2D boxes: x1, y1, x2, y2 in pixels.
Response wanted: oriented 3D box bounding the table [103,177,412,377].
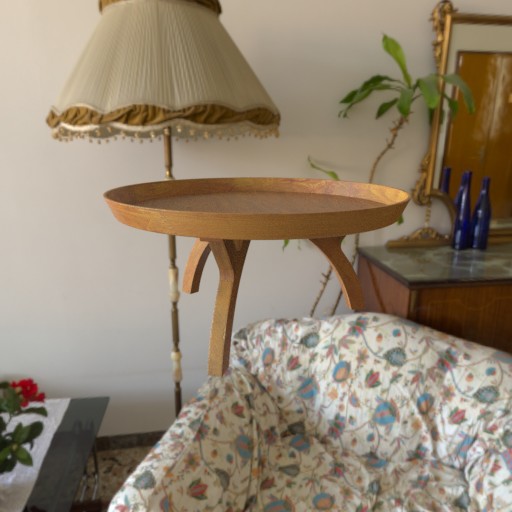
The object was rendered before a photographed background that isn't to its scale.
[{"bbox_3d":[0.000,0.000,1.579,1.016,0.470,1.016,0,15,0],"label":"table"}]
